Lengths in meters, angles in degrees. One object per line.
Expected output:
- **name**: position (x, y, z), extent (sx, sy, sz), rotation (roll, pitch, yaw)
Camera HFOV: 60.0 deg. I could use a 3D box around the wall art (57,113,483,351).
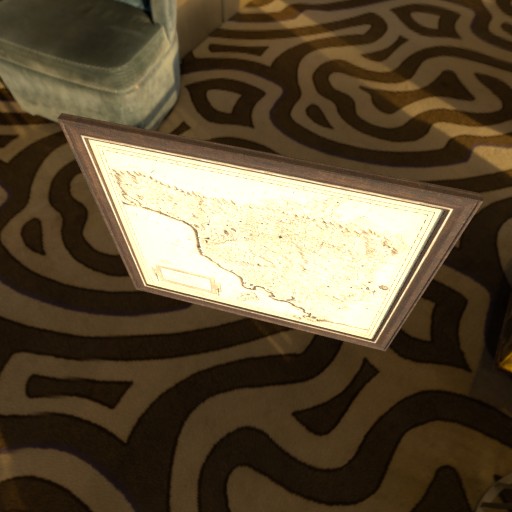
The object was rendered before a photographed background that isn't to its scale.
- **wall art**: position (0.000, 0.000, 1.412), extent (1.033, 0.875, 0.023), rotation (13, 57, 8)
